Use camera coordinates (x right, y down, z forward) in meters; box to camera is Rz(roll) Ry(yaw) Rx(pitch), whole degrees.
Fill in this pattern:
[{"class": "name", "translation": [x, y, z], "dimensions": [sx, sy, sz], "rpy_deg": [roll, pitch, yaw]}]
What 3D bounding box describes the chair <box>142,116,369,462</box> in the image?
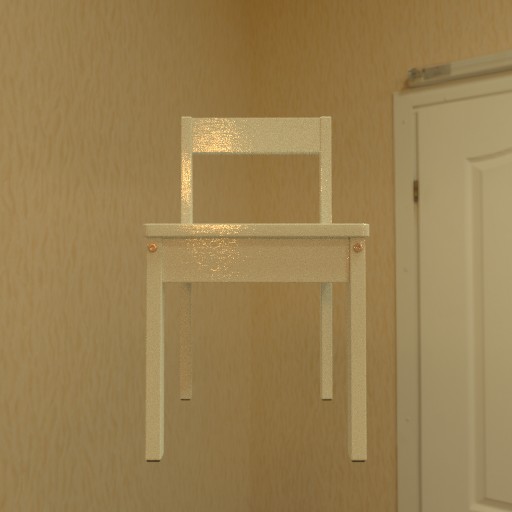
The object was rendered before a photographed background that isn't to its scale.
[{"class": "chair", "translation": [0.000, 0.000, 0.886], "dimensions": [0.367, 0.668, 0.361], "rpy_deg": [0, -1, 0]}]
